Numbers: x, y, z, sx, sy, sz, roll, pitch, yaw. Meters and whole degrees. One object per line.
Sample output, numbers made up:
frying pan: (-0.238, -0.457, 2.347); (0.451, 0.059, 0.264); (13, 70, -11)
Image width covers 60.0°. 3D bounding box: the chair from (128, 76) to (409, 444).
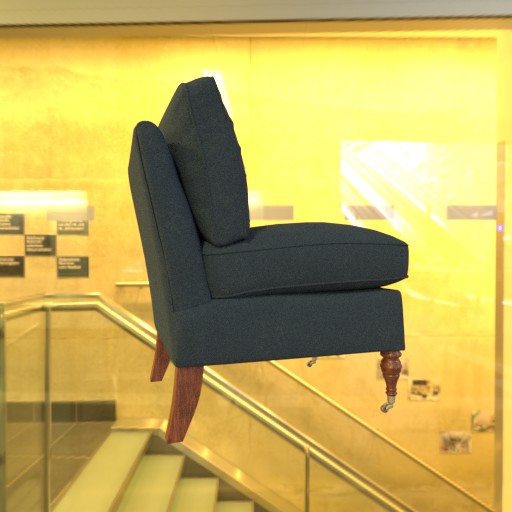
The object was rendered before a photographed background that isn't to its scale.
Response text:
chair: (0.000, 0.000, 1.672); (0.912, 1.052, 0.724); (0, 1, -17)
